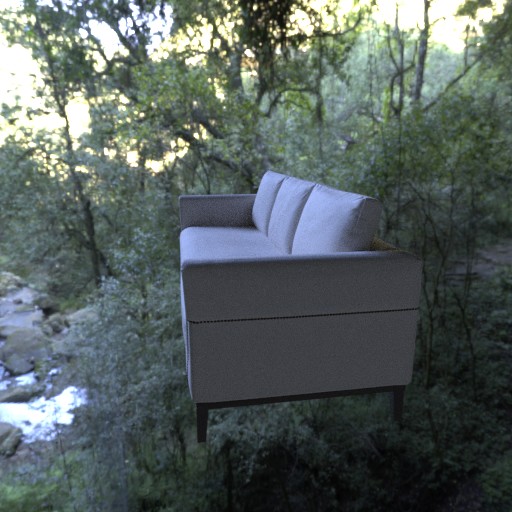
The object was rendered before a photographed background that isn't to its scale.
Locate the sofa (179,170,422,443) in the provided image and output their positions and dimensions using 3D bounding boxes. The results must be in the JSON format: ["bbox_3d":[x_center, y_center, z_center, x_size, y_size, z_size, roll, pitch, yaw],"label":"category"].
[{"bbox_3d":[0.000,0.000,2.661,0.902,0.911,2.198,-2,14,-9],"label":"sofa"}]
